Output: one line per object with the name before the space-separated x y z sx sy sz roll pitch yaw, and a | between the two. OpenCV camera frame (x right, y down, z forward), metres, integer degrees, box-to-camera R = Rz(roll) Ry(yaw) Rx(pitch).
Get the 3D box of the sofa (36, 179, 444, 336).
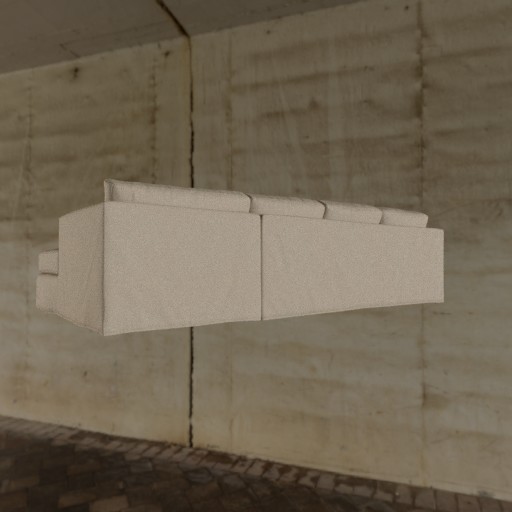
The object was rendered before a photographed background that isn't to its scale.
sofa | 0.000 0.000 3.821 3.206 0.871 1.622 1 -1 -37
